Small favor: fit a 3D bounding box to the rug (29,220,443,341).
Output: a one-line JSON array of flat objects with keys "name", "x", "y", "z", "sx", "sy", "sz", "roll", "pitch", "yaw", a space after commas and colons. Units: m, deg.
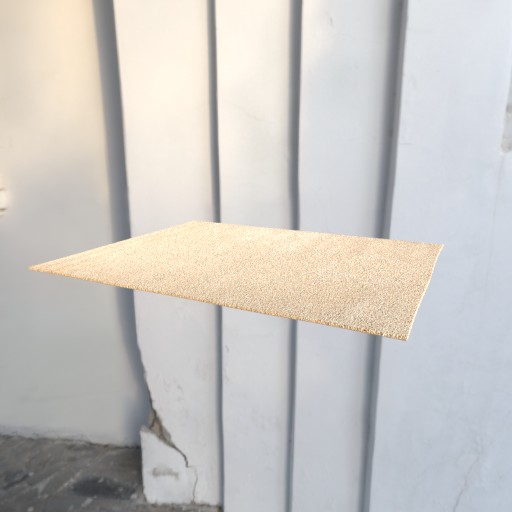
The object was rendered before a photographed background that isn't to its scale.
[{"name": "rug", "x": 0.000, "y": 0.000, "z": 4.051, "sx": 3.000, "sy": 0.026, "sz": 2.400, "roll": 7, "pitch": 16, "yaw": 26}]
